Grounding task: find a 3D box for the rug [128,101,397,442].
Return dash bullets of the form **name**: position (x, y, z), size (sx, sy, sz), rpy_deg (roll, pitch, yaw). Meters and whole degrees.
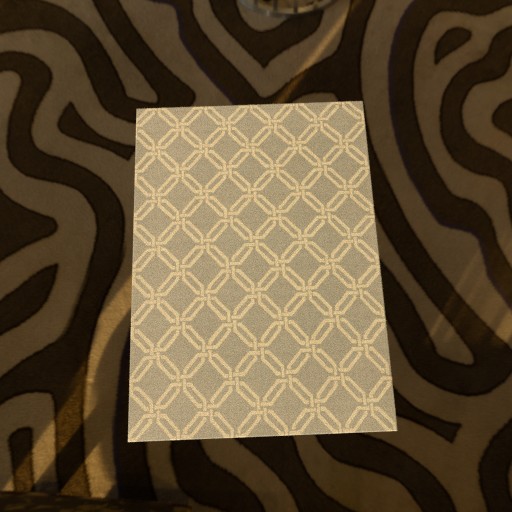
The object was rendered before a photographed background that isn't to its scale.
- **rug**: position (0.000, 0.000, 4.398), size (2.438, 0.013, 3.353), rpy_deg (-2, 77, -1)
